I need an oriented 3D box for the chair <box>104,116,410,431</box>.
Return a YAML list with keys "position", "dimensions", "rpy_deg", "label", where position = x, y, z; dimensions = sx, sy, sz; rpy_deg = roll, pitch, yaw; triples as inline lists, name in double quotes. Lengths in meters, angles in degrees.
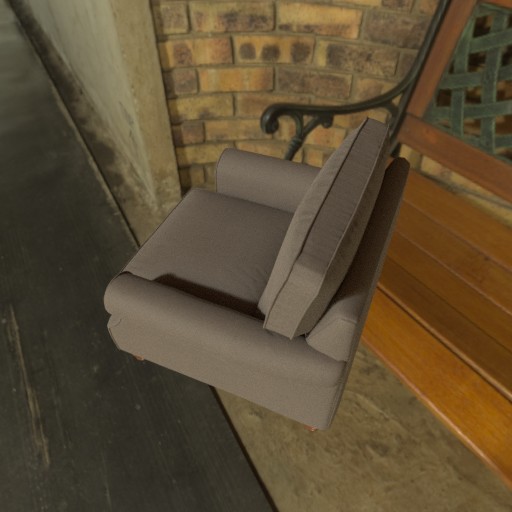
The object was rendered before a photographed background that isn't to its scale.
- position: [0.000, 0.000, 1.790]
  dimensions: [0.966, 0.967, 1.029]
  rpy_deg: [17, 49, 16]
  label: "chair"
